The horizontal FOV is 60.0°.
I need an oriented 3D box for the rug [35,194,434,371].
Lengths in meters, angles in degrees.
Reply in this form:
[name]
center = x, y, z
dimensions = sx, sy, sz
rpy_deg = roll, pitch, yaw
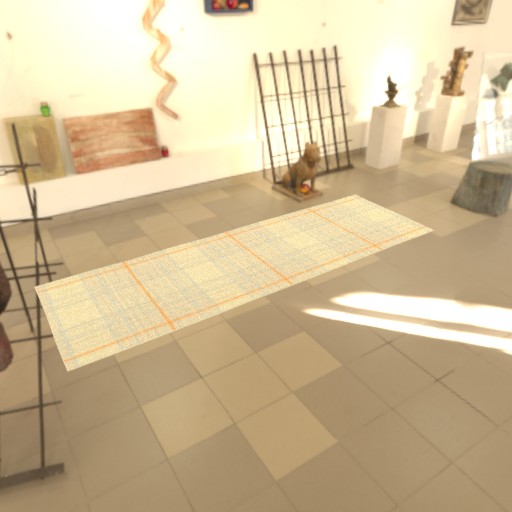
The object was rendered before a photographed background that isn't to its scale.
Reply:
[rug]
center = 0.000, 0.000, 2.762
dimensions = 2.442, 0.016, 0.770
rpy_deg = -18, 35, -28
